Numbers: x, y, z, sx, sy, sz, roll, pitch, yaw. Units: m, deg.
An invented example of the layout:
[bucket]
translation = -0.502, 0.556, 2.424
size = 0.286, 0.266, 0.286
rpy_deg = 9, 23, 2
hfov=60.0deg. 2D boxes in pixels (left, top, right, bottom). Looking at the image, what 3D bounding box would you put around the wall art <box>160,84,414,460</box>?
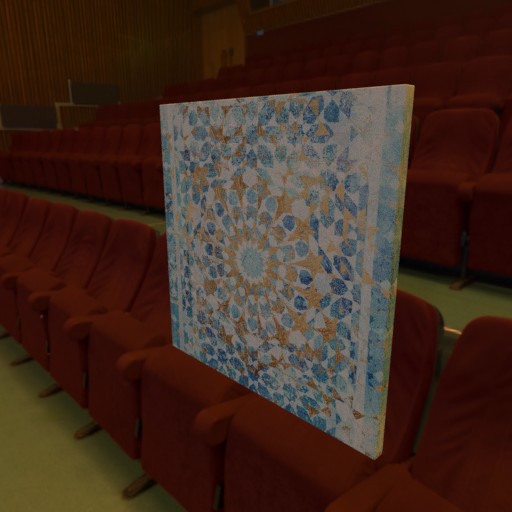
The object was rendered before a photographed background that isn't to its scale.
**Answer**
[wall art]
translation = 0.000, 0.000, 1.357
size = 0.040, 0.916, 0.916
rpy_deg = -15, 21, -43
